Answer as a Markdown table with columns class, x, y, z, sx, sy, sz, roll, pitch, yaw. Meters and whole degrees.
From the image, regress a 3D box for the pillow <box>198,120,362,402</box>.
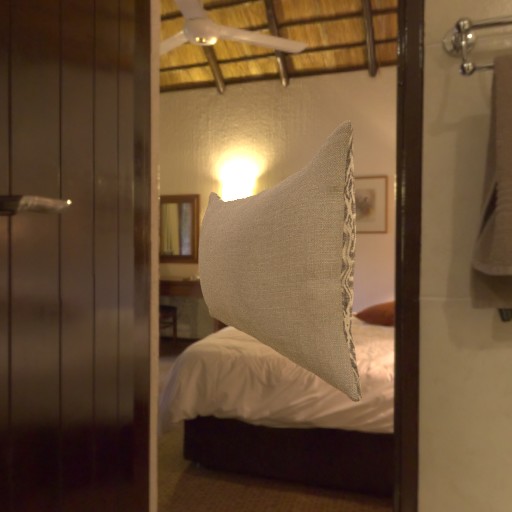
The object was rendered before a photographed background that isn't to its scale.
| class | x | y | z | sx | sy | sz | roll | pitch | yaw |
| --- | --- | --- | --- | --- | --- | --- | --- | --- | --- |
| pillow | 0.000 | 0.000 | 0.742 | 0.148 | 0.290 | 0.631 | 0 | 1 | -19 |
